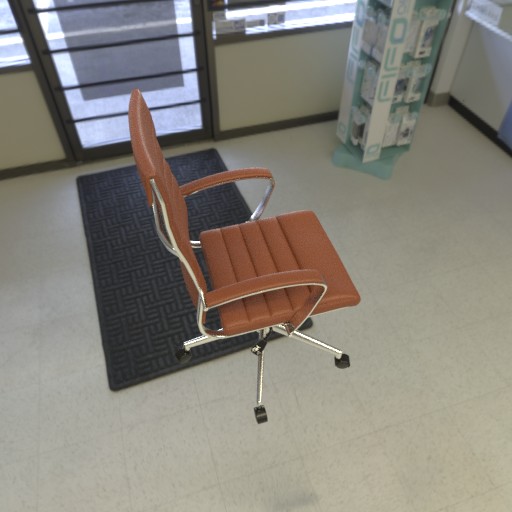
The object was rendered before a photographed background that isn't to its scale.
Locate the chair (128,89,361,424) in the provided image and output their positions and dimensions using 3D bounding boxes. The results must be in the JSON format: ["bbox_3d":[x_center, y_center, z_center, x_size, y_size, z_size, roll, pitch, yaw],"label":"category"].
[{"bbox_3d":[0.000,0.000,1.621,0.739,1.149,0.766,-11,48,-10],"label":"chair"}]
